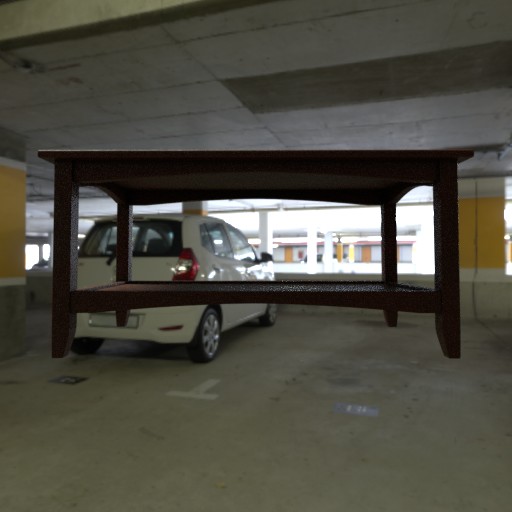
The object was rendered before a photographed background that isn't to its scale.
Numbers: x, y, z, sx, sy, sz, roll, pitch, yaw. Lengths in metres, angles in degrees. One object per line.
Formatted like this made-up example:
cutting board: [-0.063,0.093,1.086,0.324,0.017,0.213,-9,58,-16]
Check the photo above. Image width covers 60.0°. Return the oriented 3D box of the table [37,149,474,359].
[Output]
table: [0.000,0.000,1.219,0.943,0.456,0.533,0,0,0]
